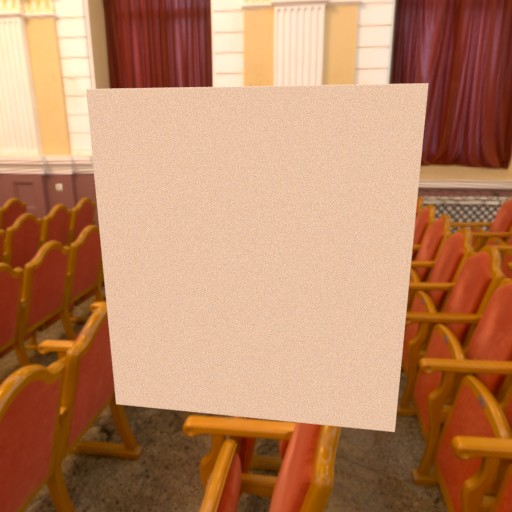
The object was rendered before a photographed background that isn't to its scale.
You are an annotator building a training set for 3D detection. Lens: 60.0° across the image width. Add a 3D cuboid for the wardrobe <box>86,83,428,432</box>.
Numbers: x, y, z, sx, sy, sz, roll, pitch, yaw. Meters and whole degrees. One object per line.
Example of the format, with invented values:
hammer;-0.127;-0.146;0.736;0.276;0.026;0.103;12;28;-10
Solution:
wardrobe;0.000;0.000;2.893;1.830;2.020;0.600;2;16;9
